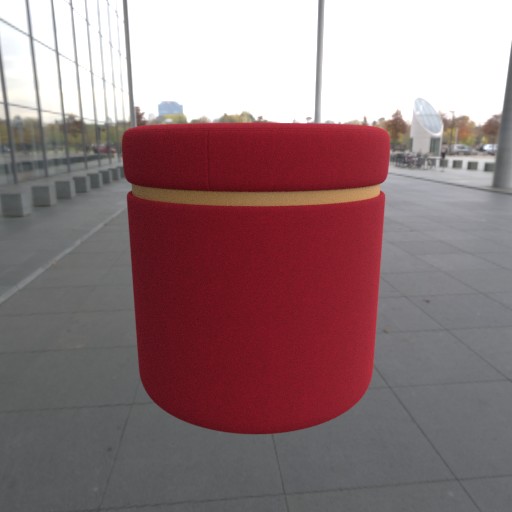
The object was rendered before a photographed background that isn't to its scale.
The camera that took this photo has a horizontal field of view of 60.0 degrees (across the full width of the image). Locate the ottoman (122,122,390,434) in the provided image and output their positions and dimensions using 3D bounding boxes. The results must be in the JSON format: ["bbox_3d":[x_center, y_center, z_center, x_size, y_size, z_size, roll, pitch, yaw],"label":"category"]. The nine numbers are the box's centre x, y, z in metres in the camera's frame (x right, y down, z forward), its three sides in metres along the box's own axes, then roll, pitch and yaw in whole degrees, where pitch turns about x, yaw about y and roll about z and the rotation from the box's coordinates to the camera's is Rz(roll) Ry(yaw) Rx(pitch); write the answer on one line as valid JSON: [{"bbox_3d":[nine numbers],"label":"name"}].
[{"bbox_3d":[0.000,0.000,0.730,0.400,0.406,0.400,0,14,0],"label":"ottoman"}]
